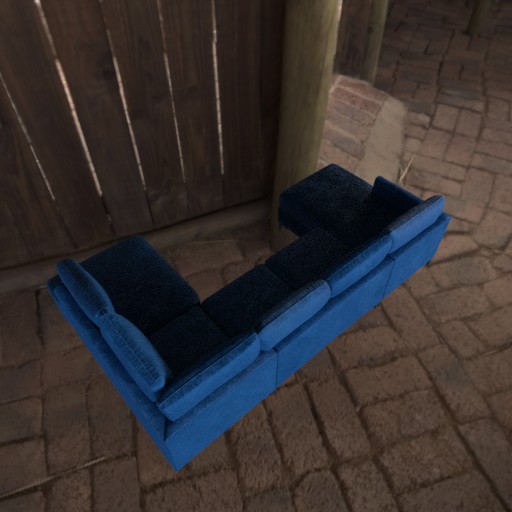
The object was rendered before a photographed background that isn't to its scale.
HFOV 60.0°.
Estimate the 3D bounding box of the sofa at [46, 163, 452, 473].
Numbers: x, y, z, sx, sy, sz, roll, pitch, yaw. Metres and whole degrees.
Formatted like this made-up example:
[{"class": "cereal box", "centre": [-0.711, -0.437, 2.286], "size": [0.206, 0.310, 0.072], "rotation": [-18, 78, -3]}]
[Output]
[{"class": "sofa", "centre": [0.000, 0.000, 4.351], "size": [3.434, 0.992, 2.055], "rotation": [-33, 55, -26]}]
